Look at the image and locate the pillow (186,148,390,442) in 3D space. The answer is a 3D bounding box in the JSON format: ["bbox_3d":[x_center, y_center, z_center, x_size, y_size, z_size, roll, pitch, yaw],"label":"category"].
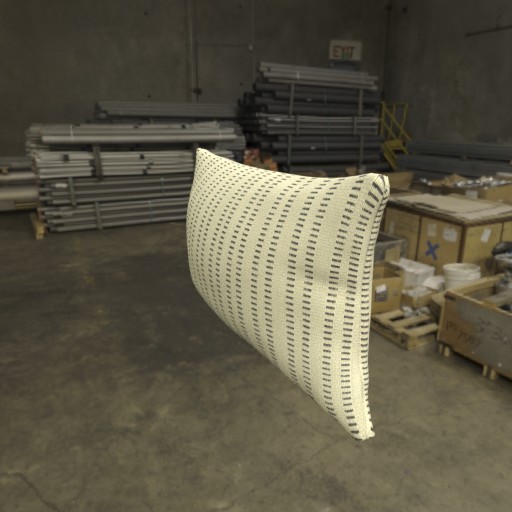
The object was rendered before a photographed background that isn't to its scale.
[{"bbox_3d":[0.000,0.000,0.804,0.210,0.353,0.640,-8,18,-25],"label":"pillow"}]
